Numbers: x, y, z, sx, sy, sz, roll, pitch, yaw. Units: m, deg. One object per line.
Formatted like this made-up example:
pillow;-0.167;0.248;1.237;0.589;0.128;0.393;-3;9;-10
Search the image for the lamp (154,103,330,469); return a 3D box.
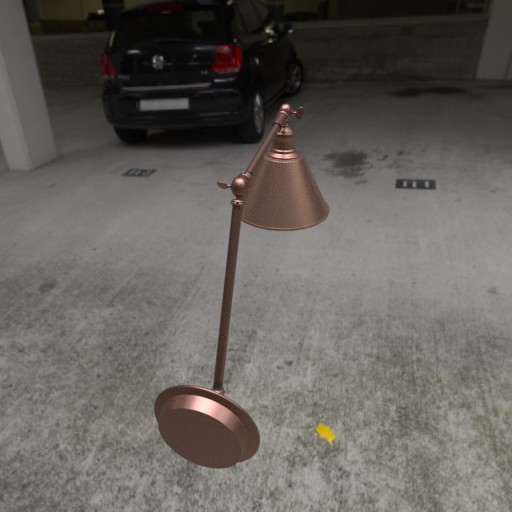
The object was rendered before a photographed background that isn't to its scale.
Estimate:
lamp;0.000;0.000;0.878;0.223;0.502;0.624;9;32;14
